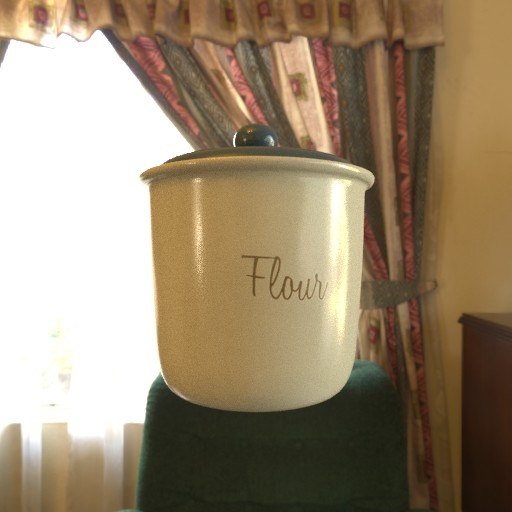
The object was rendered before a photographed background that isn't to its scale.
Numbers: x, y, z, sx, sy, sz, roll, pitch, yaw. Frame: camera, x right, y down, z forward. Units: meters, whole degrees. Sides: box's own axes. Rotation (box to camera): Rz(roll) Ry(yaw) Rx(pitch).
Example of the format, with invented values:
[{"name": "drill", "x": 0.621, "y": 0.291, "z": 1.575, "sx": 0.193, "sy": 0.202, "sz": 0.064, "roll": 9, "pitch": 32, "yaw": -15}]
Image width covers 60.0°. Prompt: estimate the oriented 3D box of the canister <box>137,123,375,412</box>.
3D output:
[{"name": "canister", "x": 0.000, "y": 0.000, "z": 0.352, "sx": 0.182, "sy": 0.208, "sz": 0.182, "roll": 0, "pitch": 0, "yaw": 0}]
